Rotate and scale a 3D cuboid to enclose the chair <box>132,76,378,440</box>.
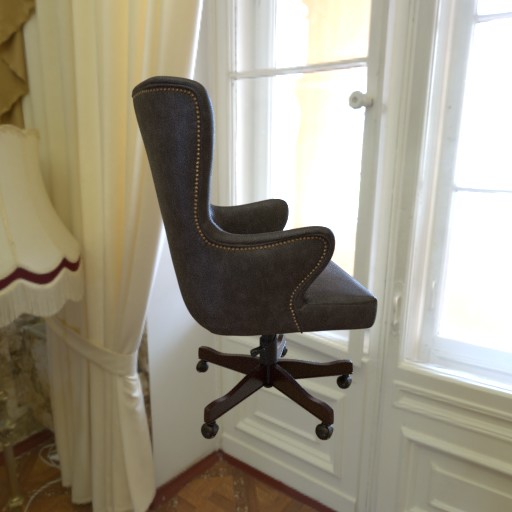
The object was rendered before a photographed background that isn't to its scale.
[{"bbox_3d":[0.000,0.000,1.455,0.717,1.037,0.594,-3,16,-9],"label":"chair"}]
